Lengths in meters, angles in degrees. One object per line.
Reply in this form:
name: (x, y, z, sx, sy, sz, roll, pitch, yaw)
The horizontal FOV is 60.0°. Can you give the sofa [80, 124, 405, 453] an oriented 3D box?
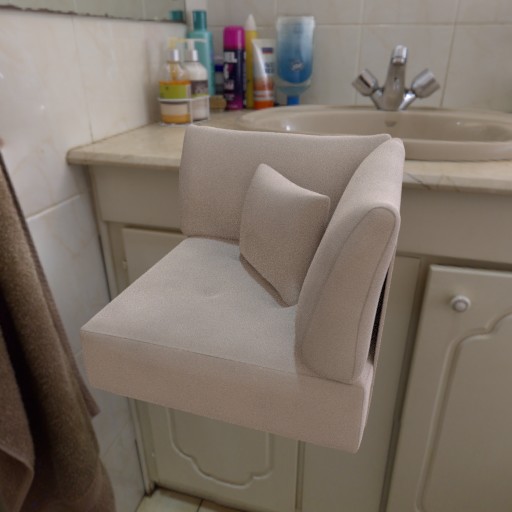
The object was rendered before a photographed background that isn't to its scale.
sofa: (0.000, 0.000, 1.715, 1.000, 0.820, 1.000, 8, 26, 16)
